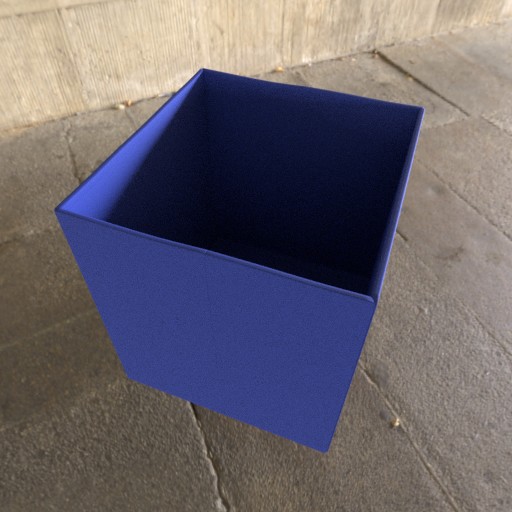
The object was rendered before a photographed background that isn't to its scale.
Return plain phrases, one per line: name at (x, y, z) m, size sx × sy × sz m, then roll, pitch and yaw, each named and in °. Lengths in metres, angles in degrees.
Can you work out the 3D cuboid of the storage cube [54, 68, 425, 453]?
storage cube at (0.000, 0.000, 0.500) m, size 0.270 × 0.280 × 0.270 m, roll 16°, pitch 49°, yaw 14°
